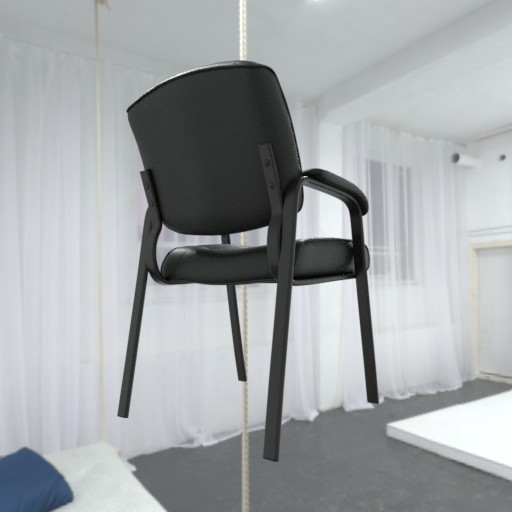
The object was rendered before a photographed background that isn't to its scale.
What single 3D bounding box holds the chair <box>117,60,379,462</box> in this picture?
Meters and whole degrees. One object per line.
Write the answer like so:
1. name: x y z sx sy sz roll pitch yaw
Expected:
1. chair: 0.000 0.000 1.341 0.591 0.910 0.668 -2 -4 36
